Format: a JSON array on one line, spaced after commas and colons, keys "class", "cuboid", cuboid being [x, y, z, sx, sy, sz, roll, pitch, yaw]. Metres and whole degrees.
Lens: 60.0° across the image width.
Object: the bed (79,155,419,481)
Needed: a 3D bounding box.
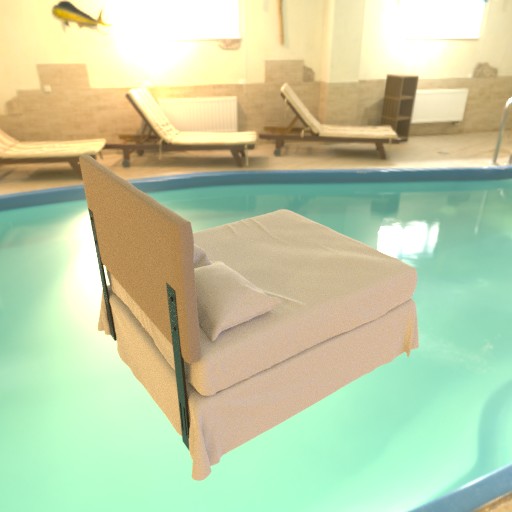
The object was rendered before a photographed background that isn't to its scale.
[{"class": "bed", "cuboid": [0.000, 0.000, 3.527, 2.222, 1.577, 1.936, -17, 31, -31]}]
